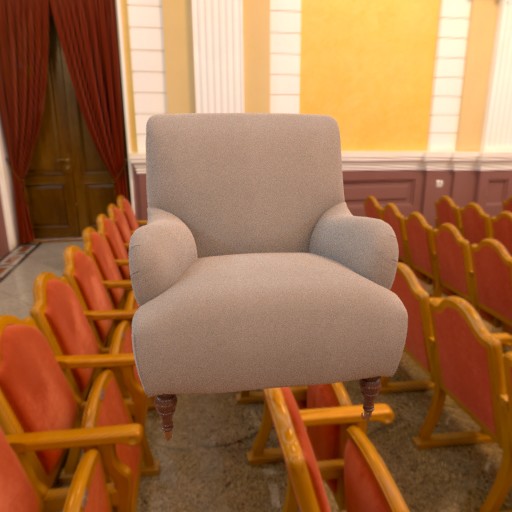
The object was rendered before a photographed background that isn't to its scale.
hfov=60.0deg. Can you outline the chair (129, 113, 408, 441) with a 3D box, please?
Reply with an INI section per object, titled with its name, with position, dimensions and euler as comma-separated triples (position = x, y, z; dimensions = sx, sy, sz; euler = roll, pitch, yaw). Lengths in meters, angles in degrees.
[chair]
position = 0.000, 0.000, 1.508
dimensions = 0.766, 0.942, 0.842
euler = -2, 17, -8
